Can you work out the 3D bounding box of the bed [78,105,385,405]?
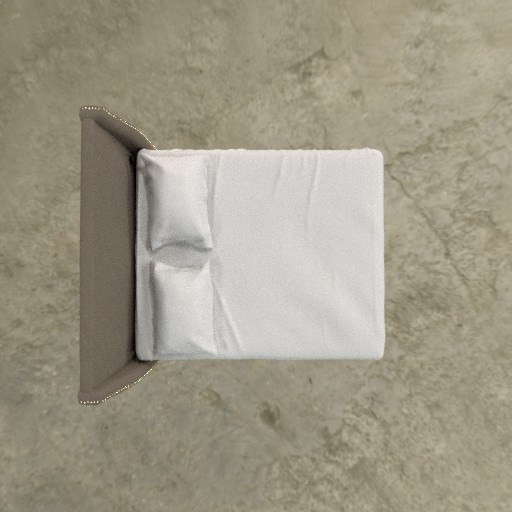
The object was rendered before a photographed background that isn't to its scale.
[{"bbox_3d":[0.000,0.000,3.456,2.276,1.332,1.925,0,89,0],"label":"bed"}]
